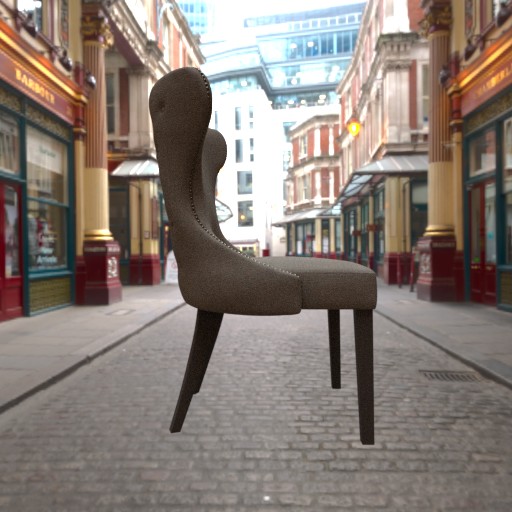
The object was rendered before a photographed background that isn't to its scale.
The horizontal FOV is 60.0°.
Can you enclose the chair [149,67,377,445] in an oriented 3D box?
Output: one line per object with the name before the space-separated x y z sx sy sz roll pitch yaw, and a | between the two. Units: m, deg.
chair | 0.000 0.000 1.391 0.635 0.967 0.628 0 0 1
